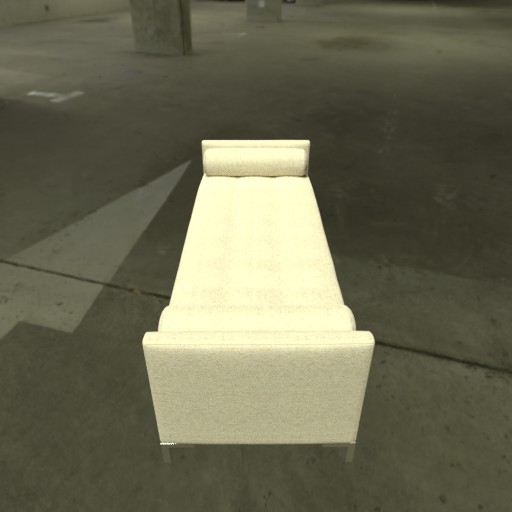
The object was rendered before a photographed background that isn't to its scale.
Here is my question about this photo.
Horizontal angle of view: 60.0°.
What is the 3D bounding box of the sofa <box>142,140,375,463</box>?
[{"bbox_3d":[0.000,0.000,2.494,0.797,0.655,2.102,0,33,0],"label":"sofa"}]
